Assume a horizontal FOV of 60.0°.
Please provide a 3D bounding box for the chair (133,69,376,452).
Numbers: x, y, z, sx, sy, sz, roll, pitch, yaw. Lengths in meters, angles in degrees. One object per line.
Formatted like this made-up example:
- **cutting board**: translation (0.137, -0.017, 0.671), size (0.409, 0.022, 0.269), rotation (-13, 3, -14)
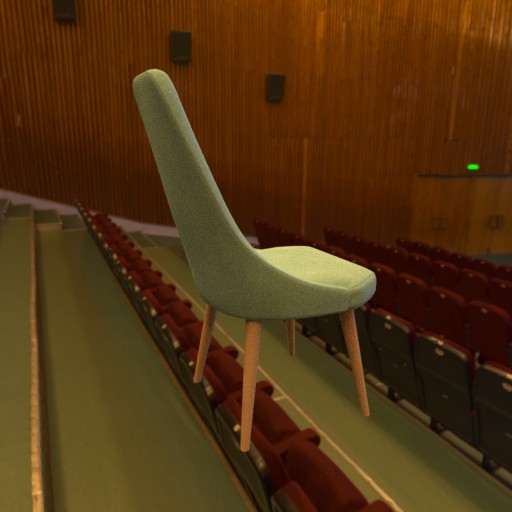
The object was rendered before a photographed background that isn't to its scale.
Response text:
- **chair**: translation (0.000, 0.000, 1.396), size (0.660, 1.040, 0.510), rotation (-7, 17, -26)
